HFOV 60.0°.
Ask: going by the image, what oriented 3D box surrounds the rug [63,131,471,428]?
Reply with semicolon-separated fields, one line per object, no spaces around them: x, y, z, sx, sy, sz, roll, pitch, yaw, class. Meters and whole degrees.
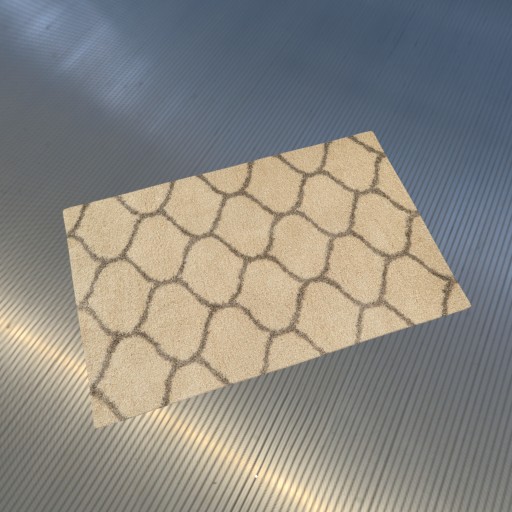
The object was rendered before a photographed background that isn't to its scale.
0.000;0.000;2.926;2.348;0.024;1.501;-16;65;-8;rug
